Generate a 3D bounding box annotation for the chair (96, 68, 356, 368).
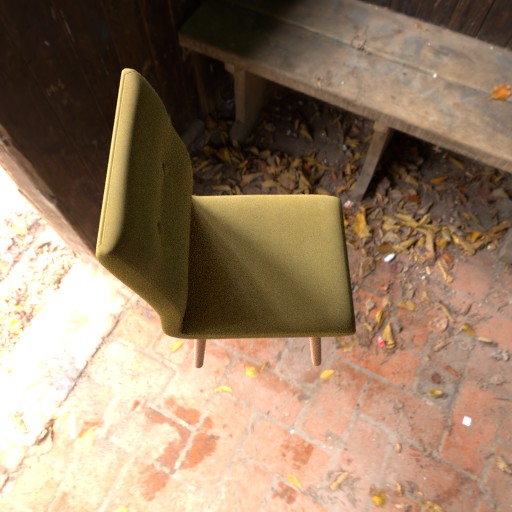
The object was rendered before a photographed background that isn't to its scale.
[{"bbox_3d":[0.000,0.000,1.269,0.550,0.965,0.450,-1,65,0],"label":"chair"}]
